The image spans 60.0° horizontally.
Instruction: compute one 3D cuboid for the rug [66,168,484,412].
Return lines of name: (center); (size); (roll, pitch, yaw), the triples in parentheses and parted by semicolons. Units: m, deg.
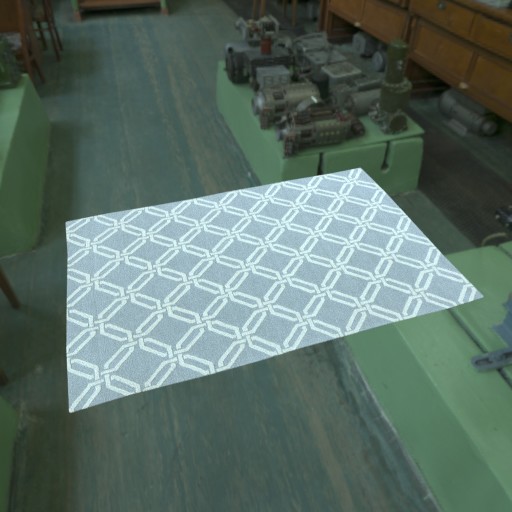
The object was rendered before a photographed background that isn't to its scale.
rug: (0.000, 0.000, 2.144); (1.754, 0.010, 1.148); (-12, 44, -13)
